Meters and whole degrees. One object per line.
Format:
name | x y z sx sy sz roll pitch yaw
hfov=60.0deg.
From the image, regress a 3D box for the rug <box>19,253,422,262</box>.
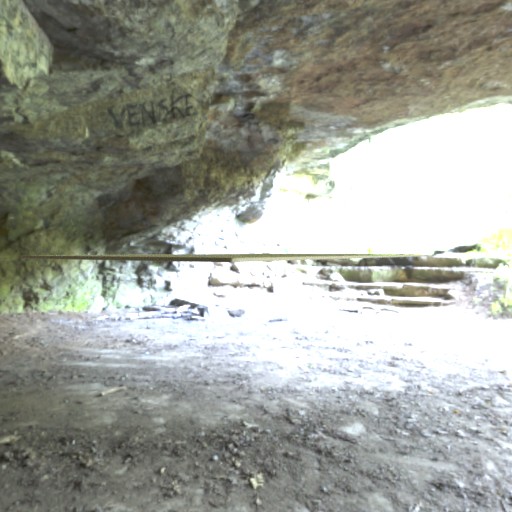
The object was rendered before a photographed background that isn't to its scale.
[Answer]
rug | 0.000 0.000 2.083 1.067 0.013 1.676 0 1 36
